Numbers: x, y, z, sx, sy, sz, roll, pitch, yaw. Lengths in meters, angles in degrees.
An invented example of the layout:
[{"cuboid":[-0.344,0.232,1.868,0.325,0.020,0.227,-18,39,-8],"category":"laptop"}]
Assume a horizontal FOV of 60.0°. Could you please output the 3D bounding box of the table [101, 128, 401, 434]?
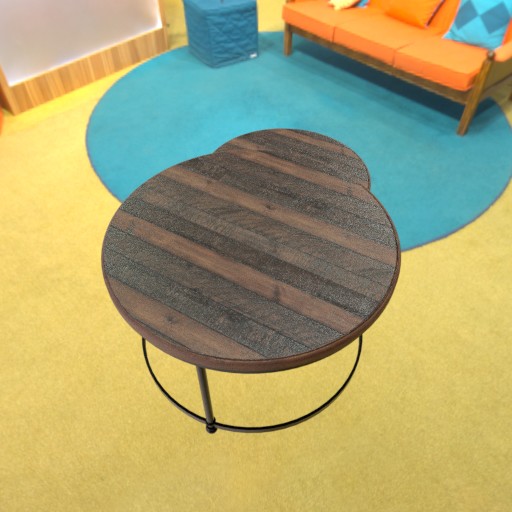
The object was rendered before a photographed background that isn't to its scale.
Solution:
[{"cuboid":[0.000,0.000,1.595,0.870,0.516,1.152,4,47,4],"category":"table"}]
